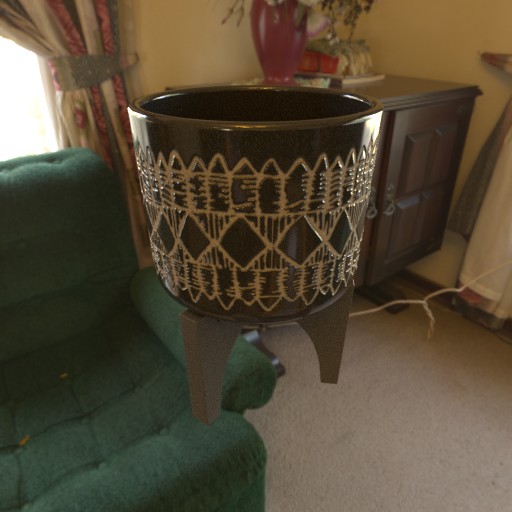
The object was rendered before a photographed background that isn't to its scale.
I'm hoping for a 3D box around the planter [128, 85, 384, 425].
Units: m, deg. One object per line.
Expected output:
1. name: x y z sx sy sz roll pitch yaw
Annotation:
1. planter: 0.000 0.000 0.527 0.251 0.355 0.251 19 33 33
